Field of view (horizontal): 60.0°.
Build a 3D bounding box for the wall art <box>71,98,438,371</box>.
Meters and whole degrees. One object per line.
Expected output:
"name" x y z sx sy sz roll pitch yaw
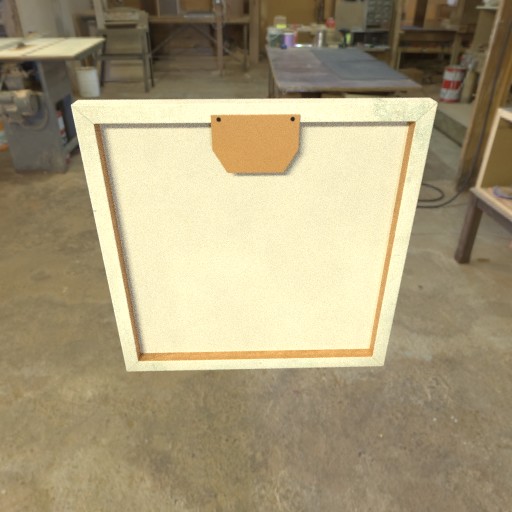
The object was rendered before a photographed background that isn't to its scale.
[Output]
"wall art" 0.000 0.000 0.899 0.605 0.605 0.044 -1 31 -1
